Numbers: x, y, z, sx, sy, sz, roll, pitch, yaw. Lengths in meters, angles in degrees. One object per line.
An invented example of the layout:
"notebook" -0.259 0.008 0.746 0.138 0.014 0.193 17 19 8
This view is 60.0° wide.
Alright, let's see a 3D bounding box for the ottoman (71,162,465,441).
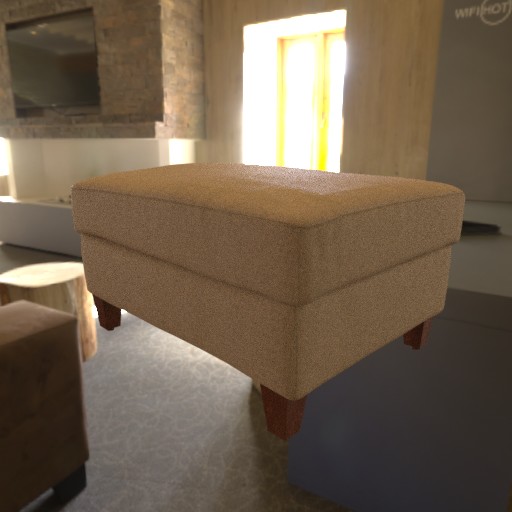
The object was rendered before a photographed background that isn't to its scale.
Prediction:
"ottoman" 0.000 0.000 1.270 0.692 0.511 0.902 -14 20 -43
